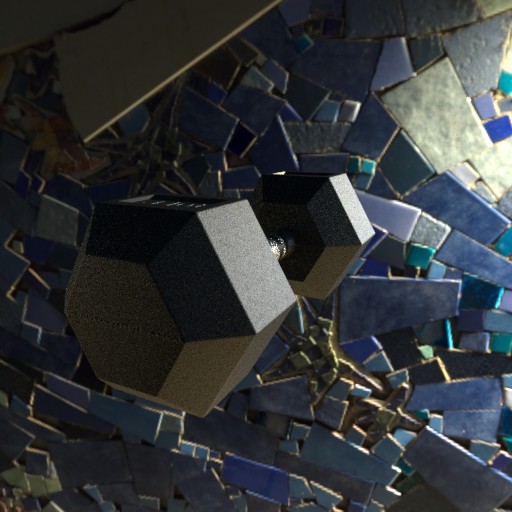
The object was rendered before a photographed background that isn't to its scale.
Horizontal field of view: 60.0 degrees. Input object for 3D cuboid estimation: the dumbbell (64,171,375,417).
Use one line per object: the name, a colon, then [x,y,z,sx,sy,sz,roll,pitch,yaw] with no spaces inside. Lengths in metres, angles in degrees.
dumbbell: [0.000,0.000,0.422,0.157,0.137,0.361,8,17,26]
